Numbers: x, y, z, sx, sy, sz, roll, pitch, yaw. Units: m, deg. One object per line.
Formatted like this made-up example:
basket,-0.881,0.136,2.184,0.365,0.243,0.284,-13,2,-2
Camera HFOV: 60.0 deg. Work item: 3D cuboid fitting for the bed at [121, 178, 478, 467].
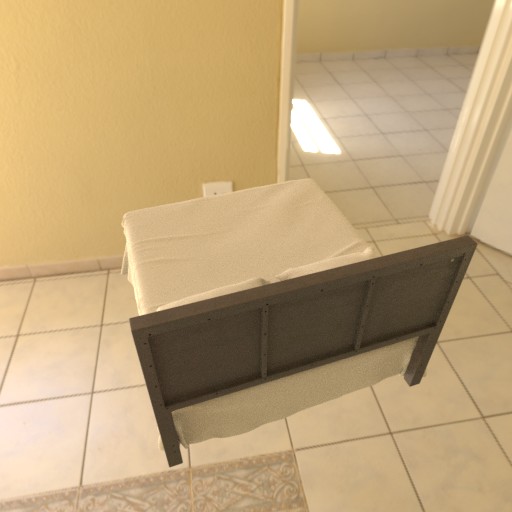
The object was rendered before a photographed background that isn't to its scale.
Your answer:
bed,0.000,0.000,2.890,1.772,1.142,1.785,-13,42,-15
